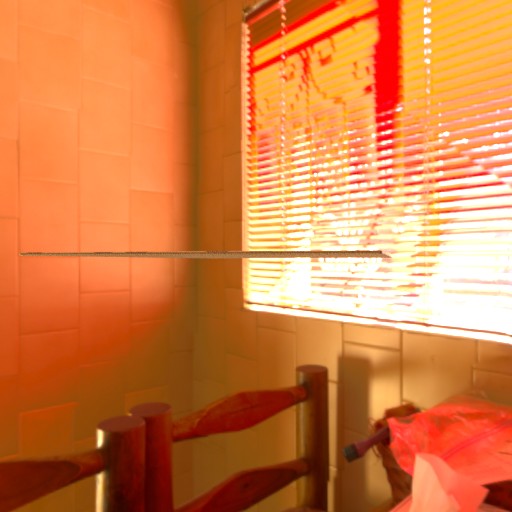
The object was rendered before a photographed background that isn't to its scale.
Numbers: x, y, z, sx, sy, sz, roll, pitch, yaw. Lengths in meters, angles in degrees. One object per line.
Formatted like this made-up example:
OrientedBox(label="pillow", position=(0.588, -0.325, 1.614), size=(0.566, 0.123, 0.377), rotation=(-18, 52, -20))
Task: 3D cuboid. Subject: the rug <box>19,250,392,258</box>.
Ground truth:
OrientedBox(label="rug", position=(0.000, 0.000, 3.834), size=(2.211, 0.021, 2.910), rotation=(0, -1, 18))
